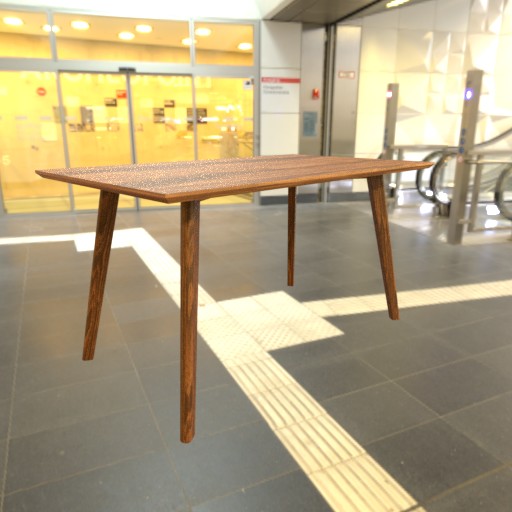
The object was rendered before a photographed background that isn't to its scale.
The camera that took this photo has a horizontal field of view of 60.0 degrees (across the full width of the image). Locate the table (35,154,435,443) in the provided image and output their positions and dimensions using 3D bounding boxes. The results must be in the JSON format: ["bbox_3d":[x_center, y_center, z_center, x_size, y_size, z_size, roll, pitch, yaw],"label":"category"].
[{"bbox_3d":[0.000,0.000,1.807,1.349,0.724,0.801,-15,22,-42],"label":"table"}]
